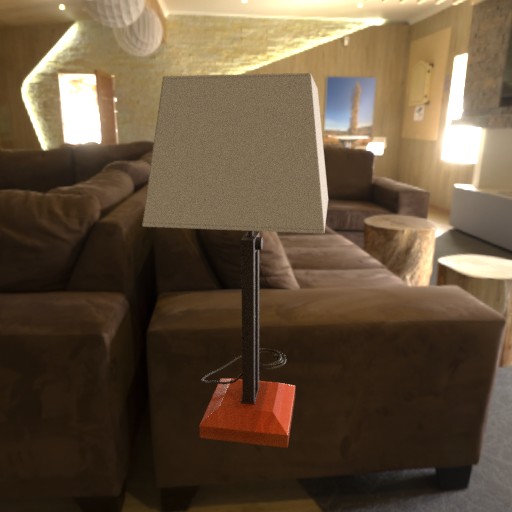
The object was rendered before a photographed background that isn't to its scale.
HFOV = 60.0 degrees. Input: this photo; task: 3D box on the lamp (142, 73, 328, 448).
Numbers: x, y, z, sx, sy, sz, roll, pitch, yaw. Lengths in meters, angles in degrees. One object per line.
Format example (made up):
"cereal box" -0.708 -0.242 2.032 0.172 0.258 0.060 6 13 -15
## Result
"lamp" 0.000 0.000 0.998 0.310 0.737 0.498 3 16 10
